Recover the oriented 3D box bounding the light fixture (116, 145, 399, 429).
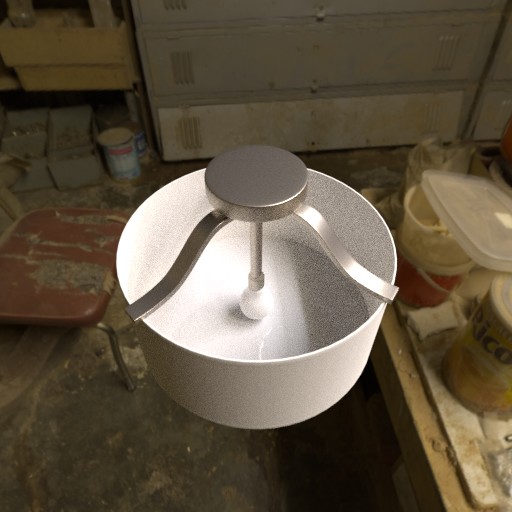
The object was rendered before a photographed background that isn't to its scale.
[{"bbox_3d":[0.000,0.000,0.648,0.395,0.304,0.395,0,46,0],"label":"light fixture"}]
